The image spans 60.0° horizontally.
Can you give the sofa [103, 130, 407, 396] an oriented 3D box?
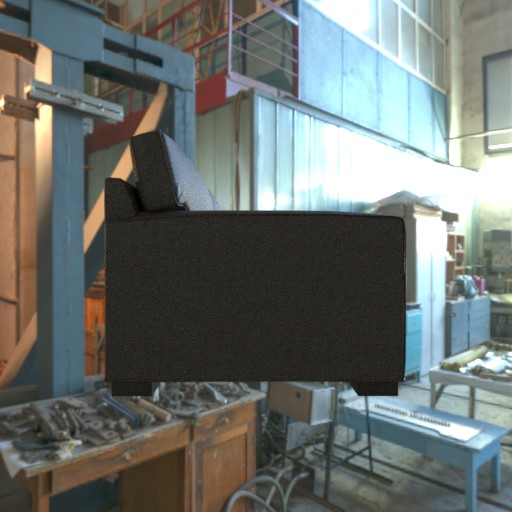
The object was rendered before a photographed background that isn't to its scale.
[{"bbox_3d":[0.000,0.000,2.163,0.974,0.887,1.534,0,0,0],"label":"sofa"}]
